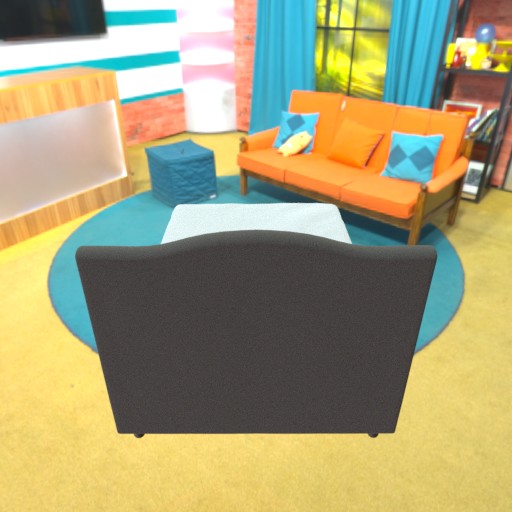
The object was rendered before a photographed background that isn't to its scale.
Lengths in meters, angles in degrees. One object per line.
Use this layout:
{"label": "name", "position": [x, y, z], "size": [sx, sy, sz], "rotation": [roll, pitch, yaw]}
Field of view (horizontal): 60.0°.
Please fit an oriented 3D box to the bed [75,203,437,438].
{"label": "bed", "position": [0.000, 0.000, 3.175], "size": [1.666, 1.387, 2.036], "rotation": [0, 31, 0]}
